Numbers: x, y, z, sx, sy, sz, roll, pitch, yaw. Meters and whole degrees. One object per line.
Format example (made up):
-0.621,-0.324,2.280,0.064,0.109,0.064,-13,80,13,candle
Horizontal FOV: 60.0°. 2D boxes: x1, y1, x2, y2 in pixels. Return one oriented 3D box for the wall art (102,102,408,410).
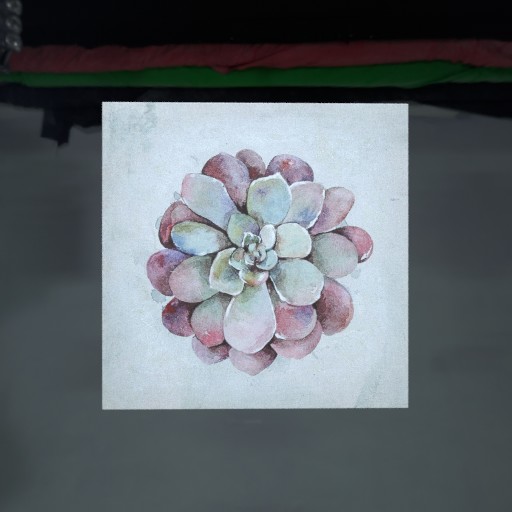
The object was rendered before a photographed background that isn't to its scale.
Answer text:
0.000,0.000,1.122,0.762,0.762,0.041,0,0,-1,wall art
